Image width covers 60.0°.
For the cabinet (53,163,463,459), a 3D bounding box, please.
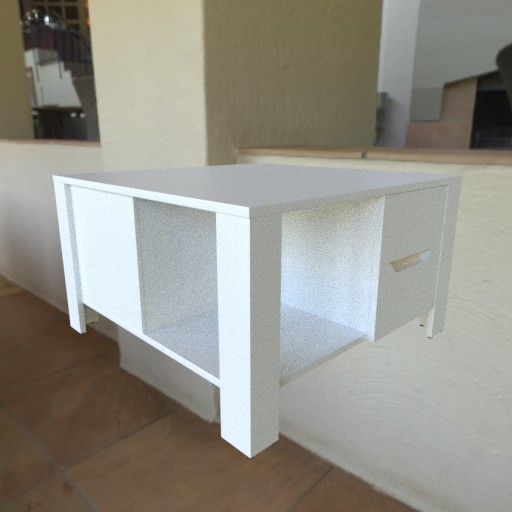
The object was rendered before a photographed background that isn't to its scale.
[{"bbox_3d":[0.000,0.000,1.281,0.800,0.460,0.800,-14,21,-42],"label":"cabinet"}]
